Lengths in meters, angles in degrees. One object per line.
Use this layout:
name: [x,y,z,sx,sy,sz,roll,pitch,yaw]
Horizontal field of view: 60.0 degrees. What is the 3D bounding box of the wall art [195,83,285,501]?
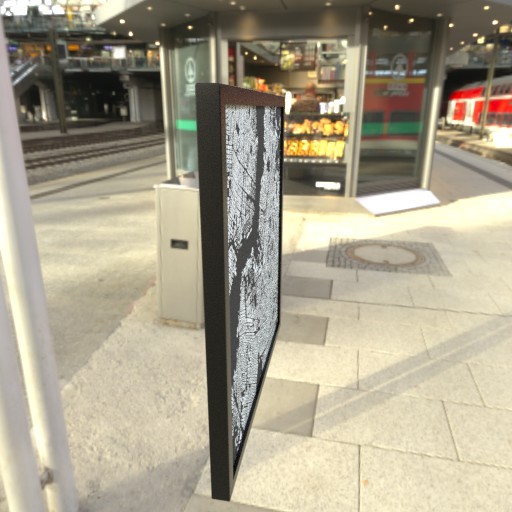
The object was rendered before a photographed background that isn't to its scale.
wall art: [0.000,0.000,1.098,0.038,0.761,0.755,3,19,10]
